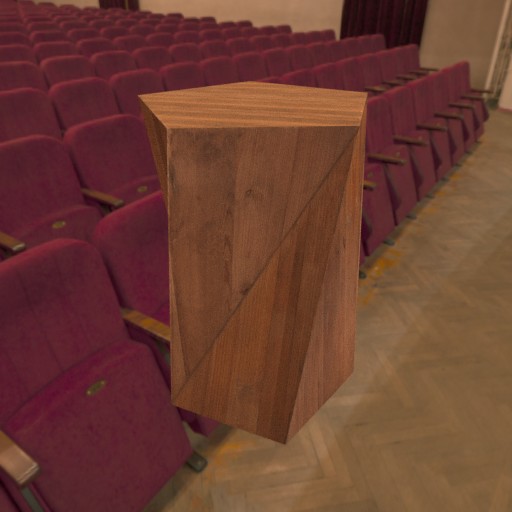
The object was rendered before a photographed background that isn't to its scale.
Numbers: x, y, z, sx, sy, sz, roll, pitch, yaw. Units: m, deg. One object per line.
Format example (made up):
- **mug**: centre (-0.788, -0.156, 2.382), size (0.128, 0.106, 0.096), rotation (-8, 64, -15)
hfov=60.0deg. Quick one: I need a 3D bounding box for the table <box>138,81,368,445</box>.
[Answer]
- **table**: centre (0.000, 0.000, 0.899), size (0.425, 0.604, 0.441), rotation (19, 35, 29)
